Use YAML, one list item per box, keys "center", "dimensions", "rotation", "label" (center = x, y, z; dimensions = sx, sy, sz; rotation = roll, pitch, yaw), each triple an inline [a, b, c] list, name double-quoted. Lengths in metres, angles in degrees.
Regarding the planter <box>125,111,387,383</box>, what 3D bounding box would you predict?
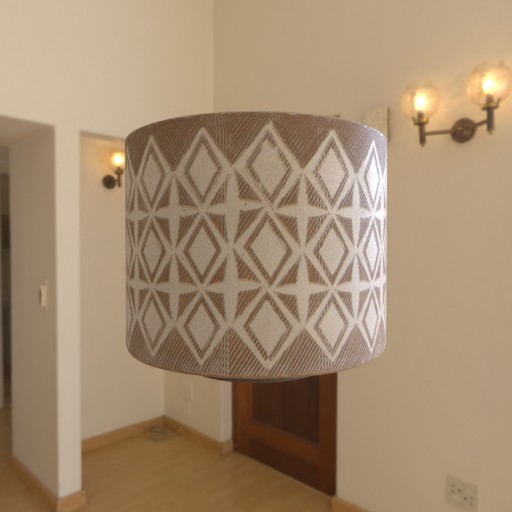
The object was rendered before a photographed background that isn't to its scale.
- center: [0.000, 0.000, 0.342]
  dimensions: [0.193, 0.165, 0.193]
  rotation: [0, 1, 0]
  label: "planter"
